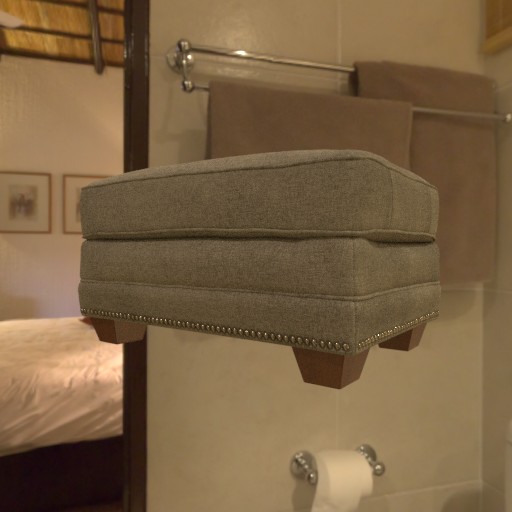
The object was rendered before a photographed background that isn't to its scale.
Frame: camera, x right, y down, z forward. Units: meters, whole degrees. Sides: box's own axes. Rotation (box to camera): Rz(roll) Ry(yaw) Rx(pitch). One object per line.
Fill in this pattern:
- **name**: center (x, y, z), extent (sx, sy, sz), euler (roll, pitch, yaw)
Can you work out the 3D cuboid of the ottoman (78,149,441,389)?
- **ottoman**: center (0.000, 0.000, 1.151), extent (0.813, 0.457, 0.561), euler (0, 1, 37)
